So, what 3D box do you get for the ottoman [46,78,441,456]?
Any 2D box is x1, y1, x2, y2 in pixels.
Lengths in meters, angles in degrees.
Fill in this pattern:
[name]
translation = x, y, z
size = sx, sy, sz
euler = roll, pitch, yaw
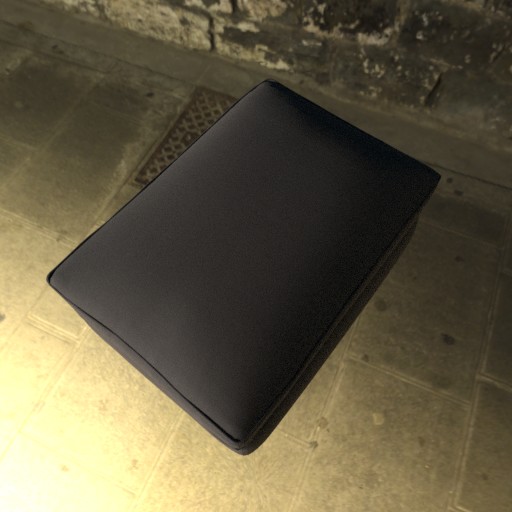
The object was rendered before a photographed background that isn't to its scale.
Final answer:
[ottoman]
translation = 0.000, 0.000, 0.989
size = 0.508, 0.406, 0.686
euler = 35, 68, 16
